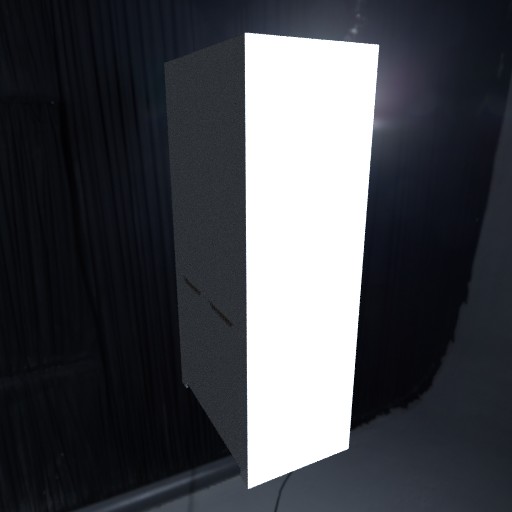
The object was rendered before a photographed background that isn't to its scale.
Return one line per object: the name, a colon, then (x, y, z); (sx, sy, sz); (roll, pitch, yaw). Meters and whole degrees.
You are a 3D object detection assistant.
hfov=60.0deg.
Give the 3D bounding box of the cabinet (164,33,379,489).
cabinet: (0.000, 0.000, 2.310); (0.580, 1.920, 0.980); (-9, 19, -26)
